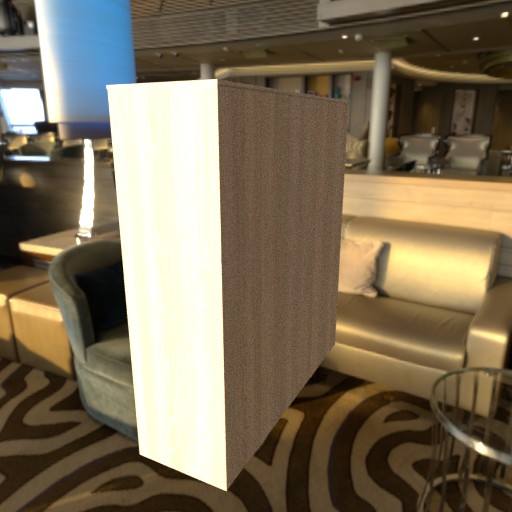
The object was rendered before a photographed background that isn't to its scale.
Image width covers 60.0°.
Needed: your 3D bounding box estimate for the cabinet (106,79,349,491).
[{"bbox_3d":[0.000,0.000,3.014,0.620,2.060,1.870,8,18,26],"label":"cabinet"}]
